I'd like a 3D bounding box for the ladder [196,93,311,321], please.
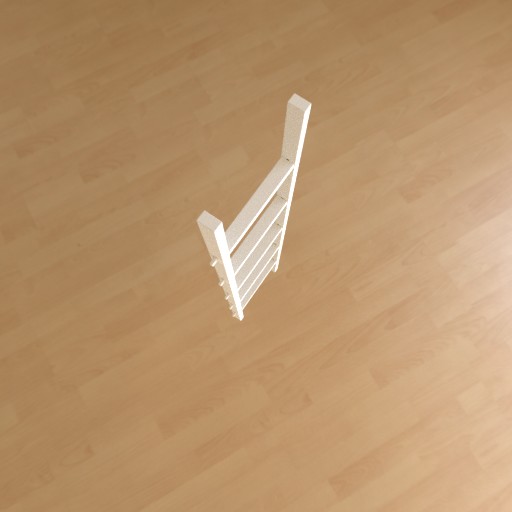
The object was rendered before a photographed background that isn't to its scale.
[{"bbox_3d":[0.000,0.000,1.912,0.051,1.797,0.452,34,78,8],"label":"ladder"}]
